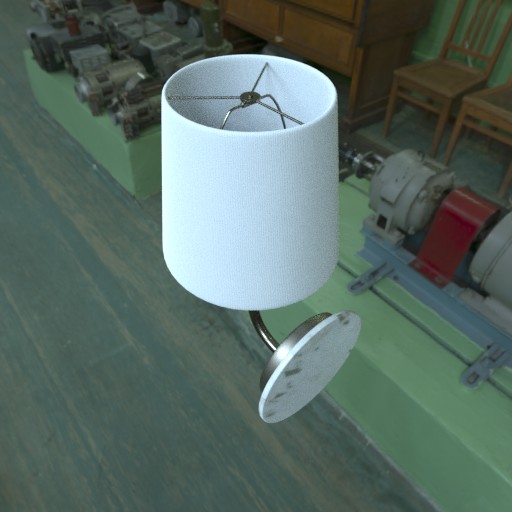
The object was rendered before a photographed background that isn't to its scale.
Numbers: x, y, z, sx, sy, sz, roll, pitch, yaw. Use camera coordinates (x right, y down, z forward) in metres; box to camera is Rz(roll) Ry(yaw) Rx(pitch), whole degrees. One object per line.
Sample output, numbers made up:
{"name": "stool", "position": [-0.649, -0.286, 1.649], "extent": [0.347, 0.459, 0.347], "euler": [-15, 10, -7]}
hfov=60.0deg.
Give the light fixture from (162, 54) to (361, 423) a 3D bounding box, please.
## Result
{"name": "light fixture", "position": [0.000, 0.000, 0.439], "extent": [0.168, 0.337, 0.188], "euler": [-31, 53, -27]}
